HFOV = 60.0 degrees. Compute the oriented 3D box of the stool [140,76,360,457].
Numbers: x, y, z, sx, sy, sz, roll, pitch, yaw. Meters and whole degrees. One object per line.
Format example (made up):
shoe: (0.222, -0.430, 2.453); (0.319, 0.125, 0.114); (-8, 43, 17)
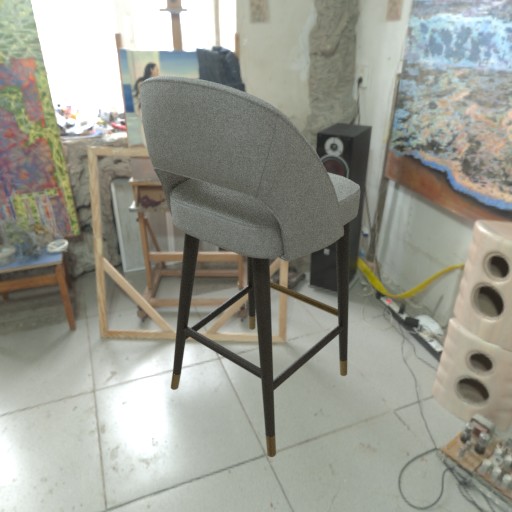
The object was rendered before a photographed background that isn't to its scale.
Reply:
stool: (0.000, 0.000, 1.317); (0.494, 1.037, 0.509); (21, 35, 33)
